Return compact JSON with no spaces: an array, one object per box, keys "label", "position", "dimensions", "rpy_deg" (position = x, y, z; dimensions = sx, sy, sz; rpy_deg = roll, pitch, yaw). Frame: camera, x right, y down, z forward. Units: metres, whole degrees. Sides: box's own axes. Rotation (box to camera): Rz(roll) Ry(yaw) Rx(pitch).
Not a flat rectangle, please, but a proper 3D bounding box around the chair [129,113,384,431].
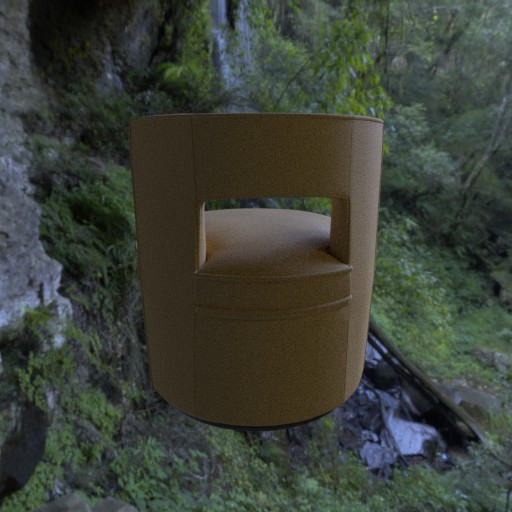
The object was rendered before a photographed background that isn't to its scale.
[{"label":"chair","position":[0.000,0.000,1.227],"dimensions":[0.650,0.723,0.665],"rpy_deg":[-2,15,-8]}]
